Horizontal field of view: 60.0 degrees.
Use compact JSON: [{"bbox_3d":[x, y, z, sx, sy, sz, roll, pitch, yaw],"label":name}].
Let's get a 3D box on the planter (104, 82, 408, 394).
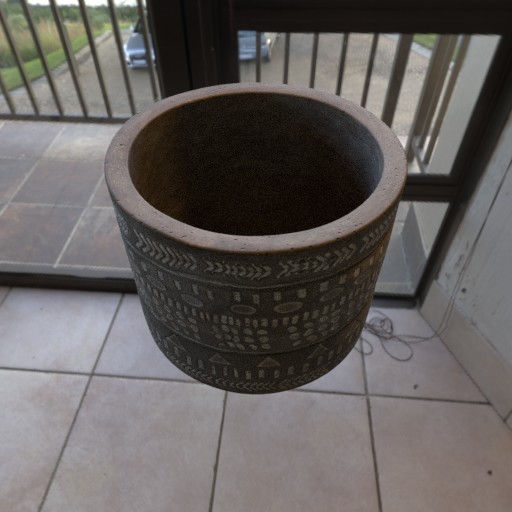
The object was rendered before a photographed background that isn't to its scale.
[{"bbox_3d":[0.000,0.000,0.264,0.142,0.149,0.142,0,46,0],"label":"planter"}]
